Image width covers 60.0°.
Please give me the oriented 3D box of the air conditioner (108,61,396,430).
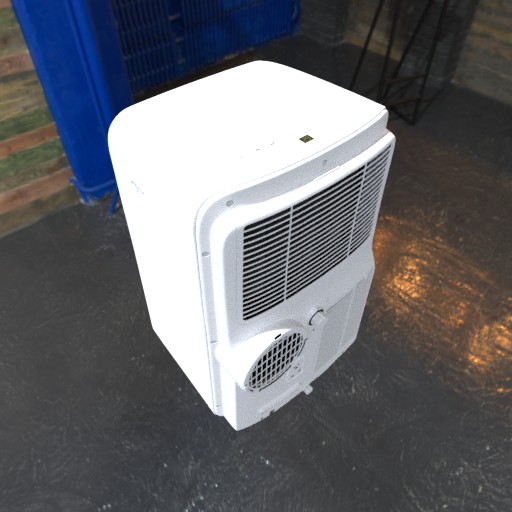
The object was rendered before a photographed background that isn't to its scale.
[{"bbox_3d":[0.000,0.000,1.058,0.478,0.765,0.467,-32,55,-26],"label":"air conditioner"}]
